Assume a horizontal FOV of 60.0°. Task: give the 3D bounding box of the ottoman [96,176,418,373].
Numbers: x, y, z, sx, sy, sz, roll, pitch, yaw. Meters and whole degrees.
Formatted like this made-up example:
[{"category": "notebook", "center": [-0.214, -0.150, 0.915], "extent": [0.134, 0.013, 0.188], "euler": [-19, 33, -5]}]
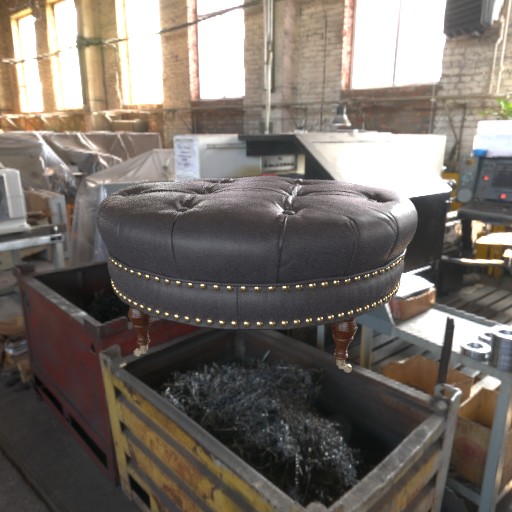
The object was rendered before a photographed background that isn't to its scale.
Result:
[{"category": "ottoman", "center": [0.000, 0.000, 1.348], "extent": [0.901, 0.439, 0.901], "euler": [0, 16, 0]}]
